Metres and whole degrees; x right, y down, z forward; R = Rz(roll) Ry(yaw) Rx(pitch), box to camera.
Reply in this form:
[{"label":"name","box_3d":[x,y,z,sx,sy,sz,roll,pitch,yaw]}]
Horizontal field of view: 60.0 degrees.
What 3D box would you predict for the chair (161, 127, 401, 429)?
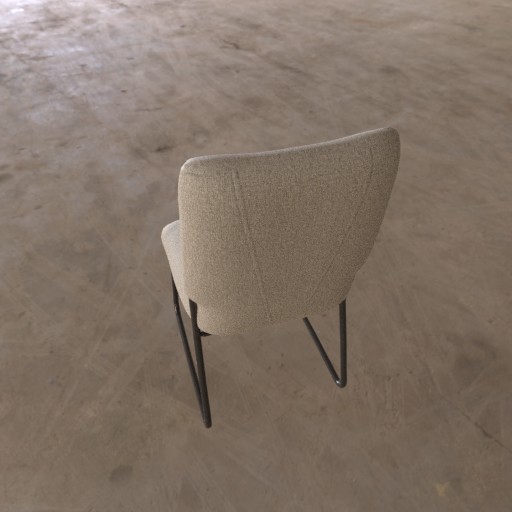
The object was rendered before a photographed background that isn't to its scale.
[{"label":"chair","box_3d":[0.000,0.000,1.176,0.448,0.864,0.560,-12,43,-14]}]
